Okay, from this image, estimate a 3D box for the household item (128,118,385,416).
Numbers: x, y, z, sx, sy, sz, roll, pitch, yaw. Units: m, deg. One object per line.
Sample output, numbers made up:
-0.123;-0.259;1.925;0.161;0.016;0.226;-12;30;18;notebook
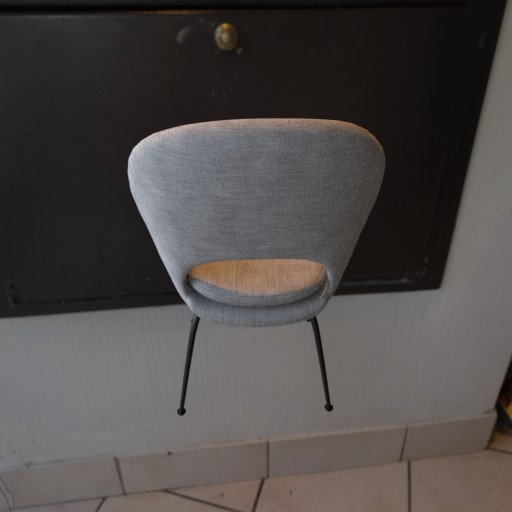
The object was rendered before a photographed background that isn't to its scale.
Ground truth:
0.000;0.000;1.264;0.643;0.869;0.587;-1;29;-2;household item
